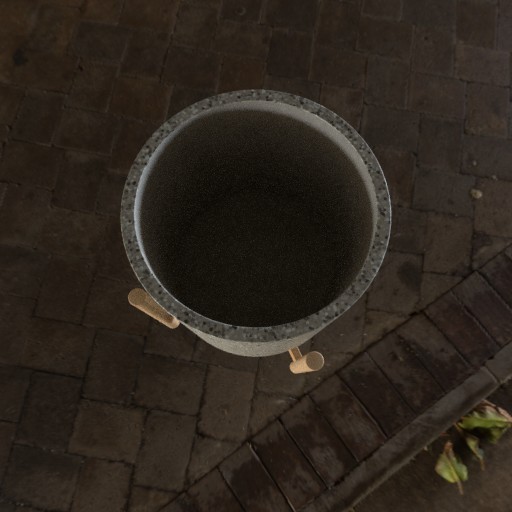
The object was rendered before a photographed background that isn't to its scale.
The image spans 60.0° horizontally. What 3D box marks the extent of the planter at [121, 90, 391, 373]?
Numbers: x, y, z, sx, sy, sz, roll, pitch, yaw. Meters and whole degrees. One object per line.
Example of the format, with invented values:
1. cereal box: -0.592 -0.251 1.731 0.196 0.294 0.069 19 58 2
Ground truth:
1. planter: 0.000 0.000 0.699 0.360 0.419 0.360 -3 74 -1
